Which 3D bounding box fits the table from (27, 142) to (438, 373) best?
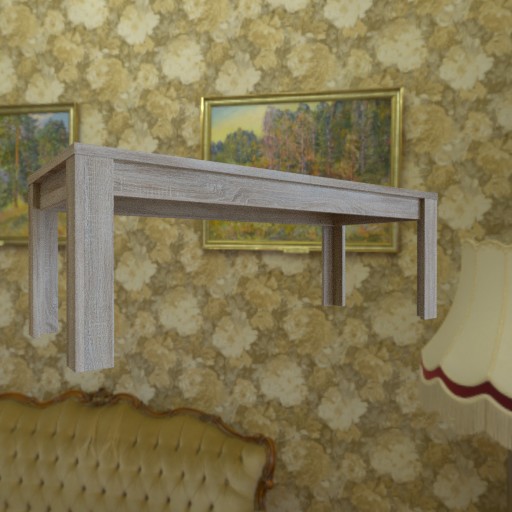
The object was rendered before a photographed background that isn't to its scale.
[{"bbox_3d":[0.000,0.000,2.527,2.200,0.790,0.900,0,0,-36],"label":"table"}]
